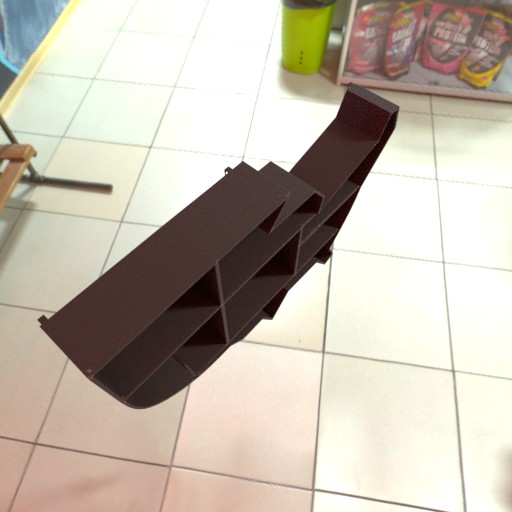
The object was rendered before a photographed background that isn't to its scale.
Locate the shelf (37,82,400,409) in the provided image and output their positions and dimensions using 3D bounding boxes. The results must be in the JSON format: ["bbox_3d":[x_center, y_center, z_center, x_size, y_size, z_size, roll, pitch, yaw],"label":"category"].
[{"bbox_3d":[0.000,0.000,0.879,0.112,0.439,0.729,37,65,21],"label":"shelf"}]
